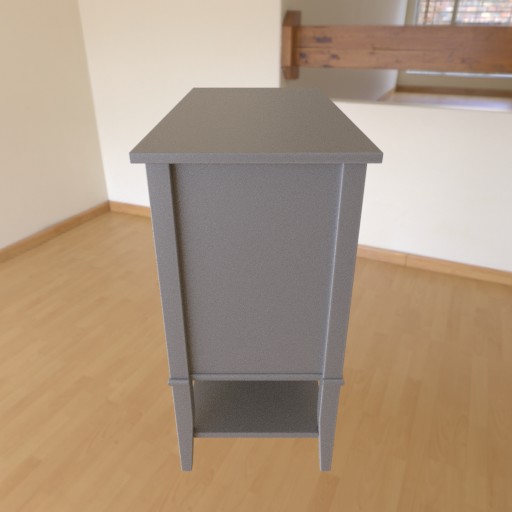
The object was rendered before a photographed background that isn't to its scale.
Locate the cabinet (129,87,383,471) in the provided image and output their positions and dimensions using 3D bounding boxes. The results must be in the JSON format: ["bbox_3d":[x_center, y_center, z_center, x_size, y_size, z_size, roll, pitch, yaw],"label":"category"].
[{"bbox_3d":[0.000,0.000,1.223,0.396,0.780,0.801,0,28,0],"label":"cabinet"}]
